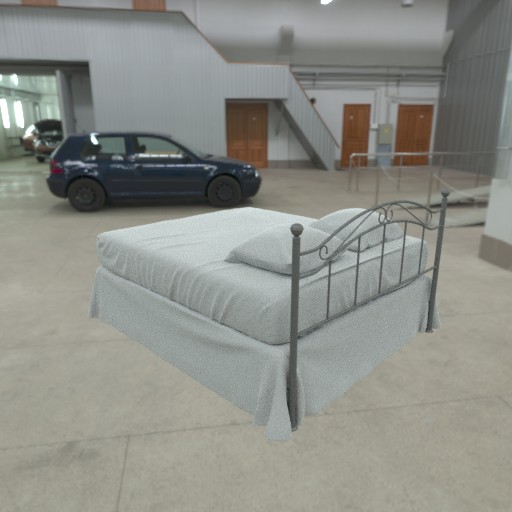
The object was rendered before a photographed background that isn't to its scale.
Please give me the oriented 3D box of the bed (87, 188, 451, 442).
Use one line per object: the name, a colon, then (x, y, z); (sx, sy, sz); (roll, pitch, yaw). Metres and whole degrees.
bed: (0.000, 0.000, 3.383); (1.936, 1.080, 2.215); (-16, 23, -42)
